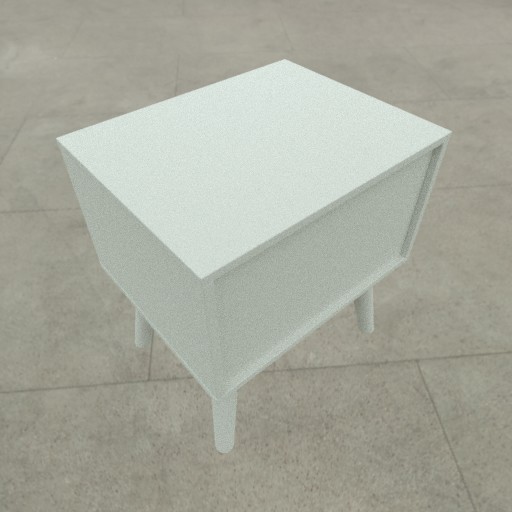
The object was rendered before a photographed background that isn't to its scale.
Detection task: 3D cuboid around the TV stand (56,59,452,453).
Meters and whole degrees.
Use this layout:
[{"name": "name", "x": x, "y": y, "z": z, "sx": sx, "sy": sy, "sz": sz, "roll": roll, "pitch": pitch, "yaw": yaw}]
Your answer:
[{"name": "TV stand", "x": 0.000, "y": 0.000, "z": 0.921, "sx": 0.508, "sy": 0.559, "sz": 0.405, "roll": -31, "pitch": 52, "yaw": -27}]
